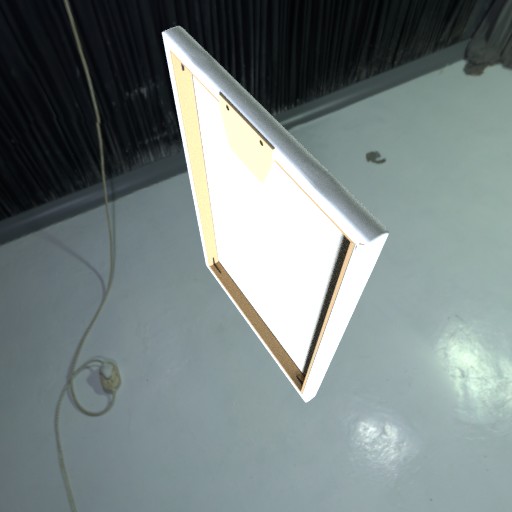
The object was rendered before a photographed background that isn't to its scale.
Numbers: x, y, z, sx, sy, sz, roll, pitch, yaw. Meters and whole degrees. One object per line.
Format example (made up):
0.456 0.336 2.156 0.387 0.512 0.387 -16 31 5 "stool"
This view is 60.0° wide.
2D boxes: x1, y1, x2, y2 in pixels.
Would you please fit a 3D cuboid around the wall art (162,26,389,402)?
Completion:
0.000 0.000 1.124 0.048 0.902 0.602 -30 63 -17 "wall art"
